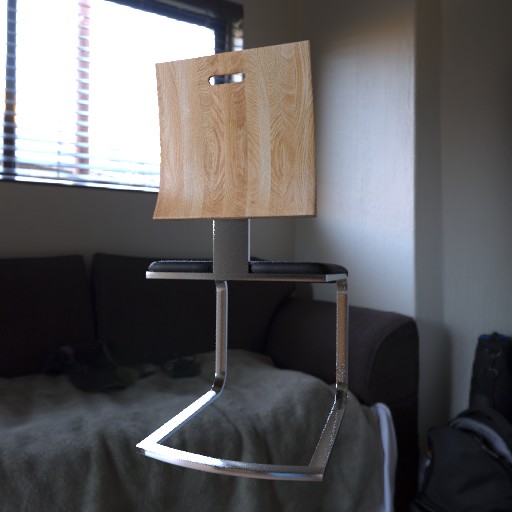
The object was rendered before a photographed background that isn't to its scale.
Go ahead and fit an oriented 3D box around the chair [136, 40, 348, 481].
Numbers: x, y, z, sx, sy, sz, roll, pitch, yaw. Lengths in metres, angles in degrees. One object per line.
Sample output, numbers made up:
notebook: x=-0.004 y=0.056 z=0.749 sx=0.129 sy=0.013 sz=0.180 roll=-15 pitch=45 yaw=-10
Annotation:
chair: x=0.000 y=0.000 z=1.220 sx=0.462 sy=0.936 sz=0.560 roll=0 pitch=0 yaw=18
